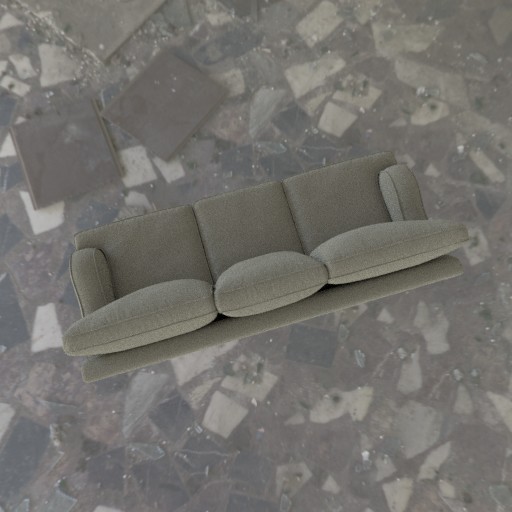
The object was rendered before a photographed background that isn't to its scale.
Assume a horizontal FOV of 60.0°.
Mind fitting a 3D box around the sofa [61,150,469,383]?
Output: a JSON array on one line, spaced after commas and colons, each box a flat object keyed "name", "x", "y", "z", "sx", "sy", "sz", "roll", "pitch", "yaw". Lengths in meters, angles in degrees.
[{"name": "sofa", "x": 0.000, "y": 0.000, "z": 2.920, "sx": 2.323, "sy": 0.997, "sz": 1.016, "roll": -16, "pitch": 76, "yaw": -4}]
